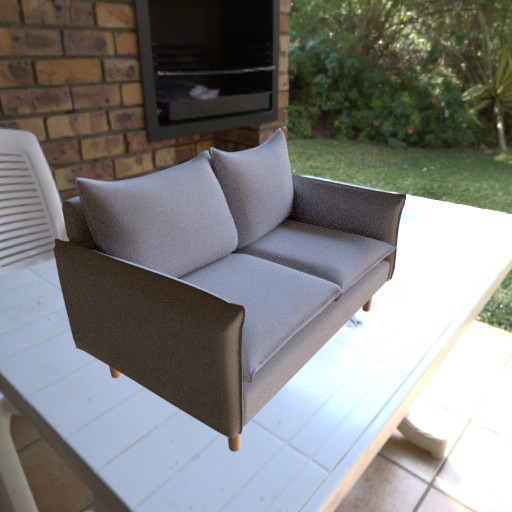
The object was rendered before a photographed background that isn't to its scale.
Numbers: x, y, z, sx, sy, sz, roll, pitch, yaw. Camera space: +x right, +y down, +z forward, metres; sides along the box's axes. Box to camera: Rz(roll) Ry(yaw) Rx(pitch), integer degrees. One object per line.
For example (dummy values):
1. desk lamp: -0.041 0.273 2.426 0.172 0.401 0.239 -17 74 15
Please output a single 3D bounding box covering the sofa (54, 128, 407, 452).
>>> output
1. sofa: 0.000 0.000 1.845 0.820 0.840 1.300 17 29 32
